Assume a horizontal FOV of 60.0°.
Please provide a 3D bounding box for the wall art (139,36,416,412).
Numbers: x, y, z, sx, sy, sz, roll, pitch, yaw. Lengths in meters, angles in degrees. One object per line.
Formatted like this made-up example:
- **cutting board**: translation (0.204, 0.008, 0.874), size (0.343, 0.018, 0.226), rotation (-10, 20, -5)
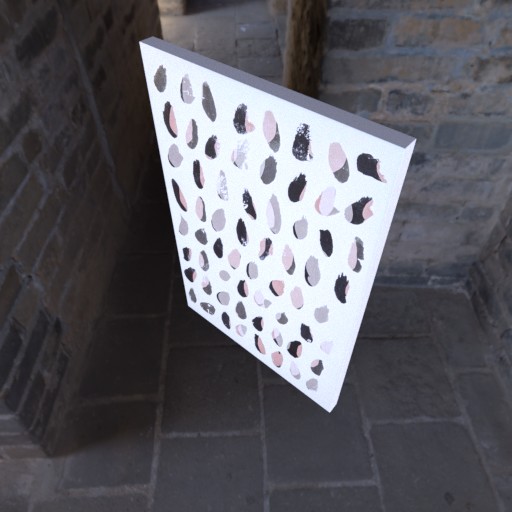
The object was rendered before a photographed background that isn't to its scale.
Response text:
- **wall art**: translation (0.000, 0.000, 0.751), size (0.405, 0.608, 0.025), rotation (32, 55, 26)
